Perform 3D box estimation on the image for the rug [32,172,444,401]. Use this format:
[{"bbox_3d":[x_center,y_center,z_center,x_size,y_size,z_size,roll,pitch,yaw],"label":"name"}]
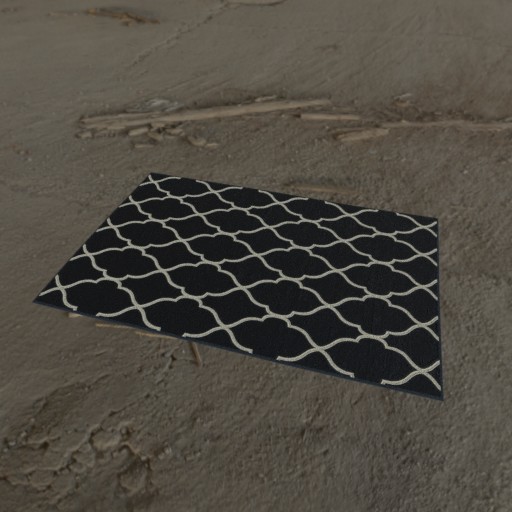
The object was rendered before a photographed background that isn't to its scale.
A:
[{"bbox_3d":[0.000,0.000,2.880,2.290,0.014,1.526,11,42,12],"label":"rug"}]
